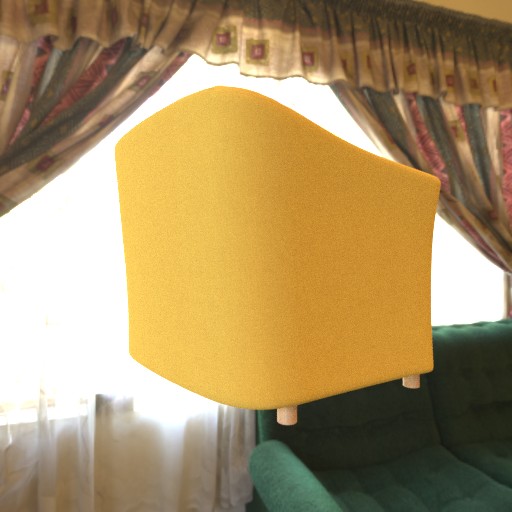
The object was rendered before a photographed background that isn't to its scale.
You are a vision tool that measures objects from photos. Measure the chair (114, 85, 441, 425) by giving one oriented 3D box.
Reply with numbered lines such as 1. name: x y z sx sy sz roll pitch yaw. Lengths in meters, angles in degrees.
1. chair: 0.000 0.000 1.328 0.700 0.720 0.790 0 0 -36
